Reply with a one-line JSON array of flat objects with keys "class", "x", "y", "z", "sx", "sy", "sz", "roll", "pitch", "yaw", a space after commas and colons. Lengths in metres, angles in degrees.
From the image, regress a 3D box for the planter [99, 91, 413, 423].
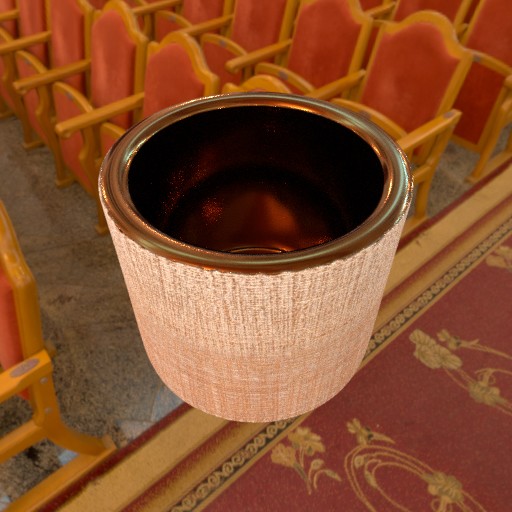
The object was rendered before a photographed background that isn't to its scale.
[{"class": "planter", "x": 0.000, "y": 0.000, "z": 0.306, "sx": 0.177, "sy": 0.157, "sz": 0.177, "roll": 0, "pitch": 46, "yaw": 0}]
